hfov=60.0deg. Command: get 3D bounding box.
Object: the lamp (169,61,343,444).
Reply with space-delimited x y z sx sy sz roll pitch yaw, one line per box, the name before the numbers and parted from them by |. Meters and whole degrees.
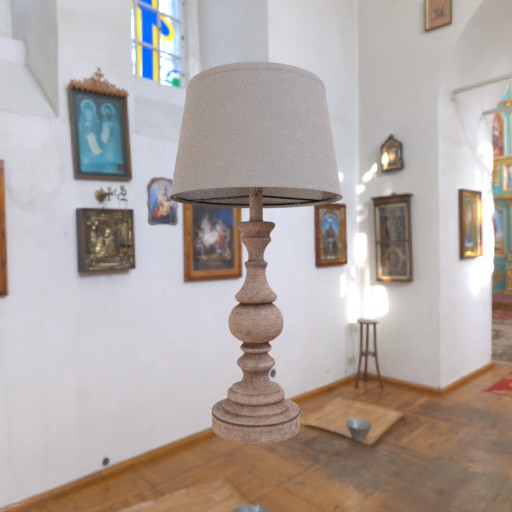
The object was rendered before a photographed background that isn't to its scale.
lamp | 0.000 0.000 0.884 0.340 0.678 0.340 0 0 0
